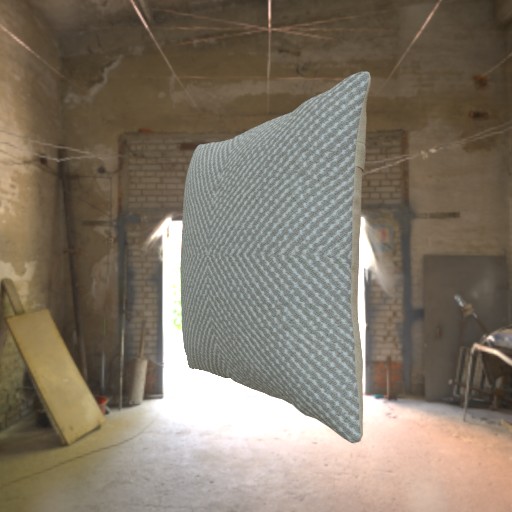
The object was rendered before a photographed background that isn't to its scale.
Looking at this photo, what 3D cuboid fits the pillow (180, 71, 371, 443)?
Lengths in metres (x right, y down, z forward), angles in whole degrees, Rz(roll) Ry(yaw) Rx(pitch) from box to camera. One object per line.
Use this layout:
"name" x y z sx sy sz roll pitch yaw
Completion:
"pillow" 0.000 0.000 0.724 0.181 0.458 0.459 0 0 -35
